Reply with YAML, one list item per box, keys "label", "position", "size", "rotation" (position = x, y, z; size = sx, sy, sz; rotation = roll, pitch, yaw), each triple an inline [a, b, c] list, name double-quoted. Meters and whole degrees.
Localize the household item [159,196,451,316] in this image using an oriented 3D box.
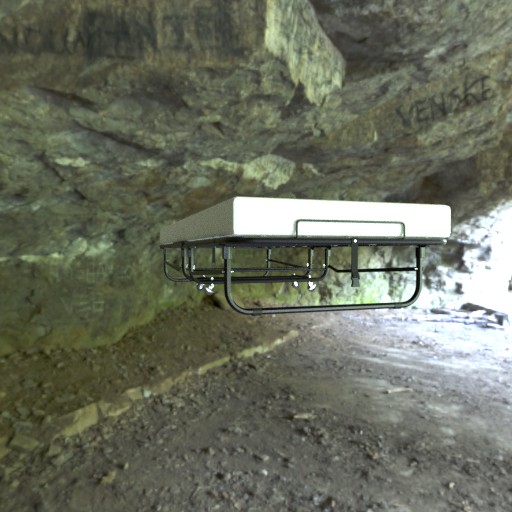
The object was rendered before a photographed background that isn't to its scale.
- label: "household item"
  position: [0.000, 0.000, 2.219]
  size: [0.787, 0.356, 1.905]
  rotation: [0, 1, -18]
